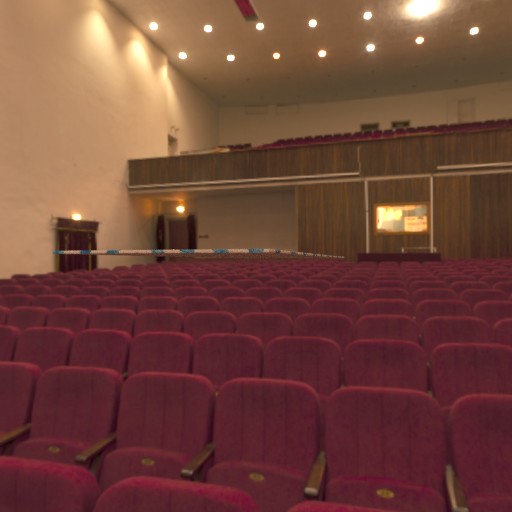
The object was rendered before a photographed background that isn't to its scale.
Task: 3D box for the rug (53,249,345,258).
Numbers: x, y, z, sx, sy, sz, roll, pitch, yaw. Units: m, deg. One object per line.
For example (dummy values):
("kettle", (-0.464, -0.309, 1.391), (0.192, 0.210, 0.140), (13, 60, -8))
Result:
("rug", (0.000, 0.000, 1.631), (0.503, 0.007, 1.492), (0, -1, 17))
